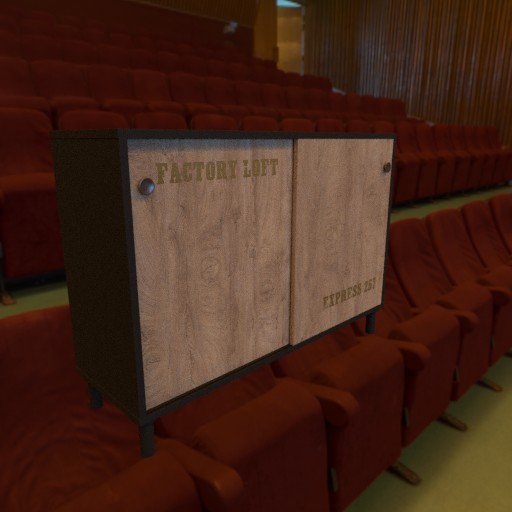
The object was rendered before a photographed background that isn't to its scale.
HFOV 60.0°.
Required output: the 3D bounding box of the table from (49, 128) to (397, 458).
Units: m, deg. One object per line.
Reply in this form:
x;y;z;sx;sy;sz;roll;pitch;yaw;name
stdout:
0.000;0.000;1.593;1.200;0.855;0.400;-14;20;-43;table
